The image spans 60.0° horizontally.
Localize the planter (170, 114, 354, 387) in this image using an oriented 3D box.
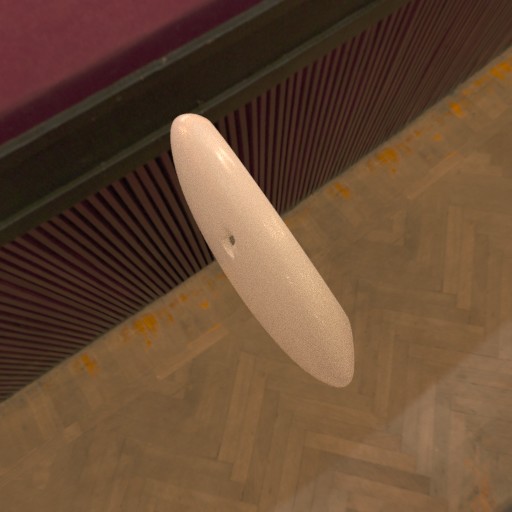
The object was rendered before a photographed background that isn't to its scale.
[{"bbox_3d":[0.000,0.000,0.275,0.043,0.188,0.185,-32,78,-8],"label":"planter"}]
